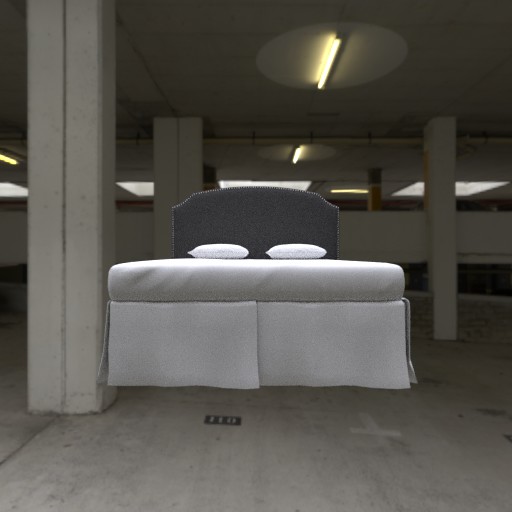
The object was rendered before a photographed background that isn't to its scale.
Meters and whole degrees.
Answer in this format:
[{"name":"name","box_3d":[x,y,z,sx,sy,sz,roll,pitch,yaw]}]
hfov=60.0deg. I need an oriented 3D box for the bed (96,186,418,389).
[{"name":"bed","box_3d":[0.000,0.000,3.084,1.558,1.270,1.999,0,0,0]}]
